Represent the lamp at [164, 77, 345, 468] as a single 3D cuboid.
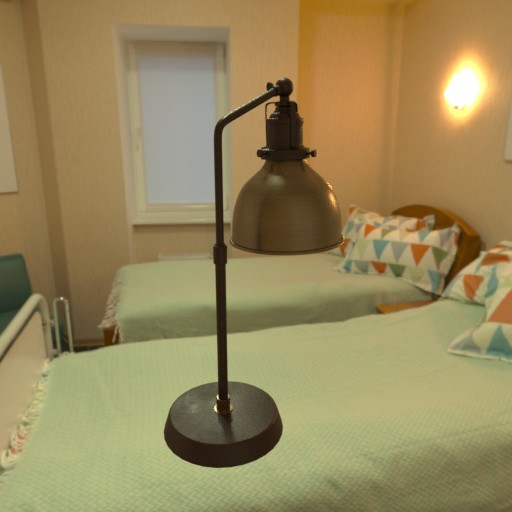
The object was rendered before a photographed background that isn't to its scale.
[{"bbox_3d":[0.000,0.000,0.610,0.298,0.469,0.175,-13,20,-42],"label":"lamp"}]
